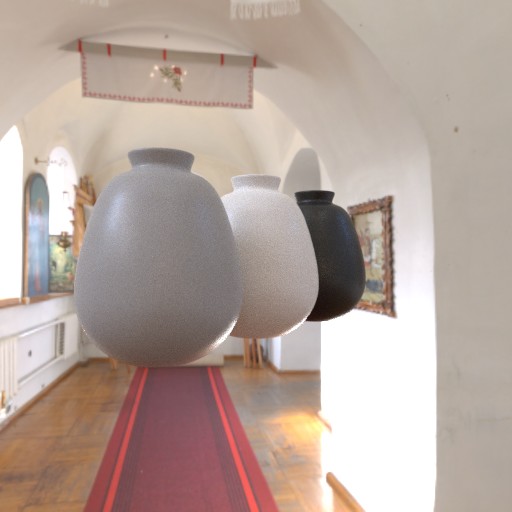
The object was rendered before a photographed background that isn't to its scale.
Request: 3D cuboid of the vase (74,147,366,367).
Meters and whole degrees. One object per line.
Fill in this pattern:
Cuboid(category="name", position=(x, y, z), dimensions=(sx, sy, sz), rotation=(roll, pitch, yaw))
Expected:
Cuboid(category="vase", position=(0.000, 0.000, 0.348), dimensions=(0.097, 0.122, 0.297), rotation=(0, 0, 34))
